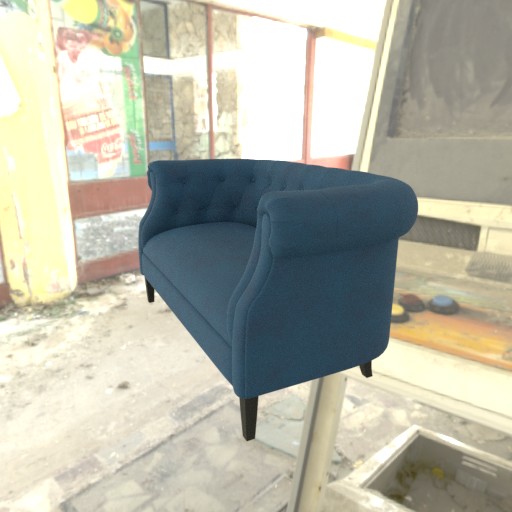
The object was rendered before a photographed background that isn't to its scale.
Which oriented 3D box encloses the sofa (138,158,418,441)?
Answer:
[{"bbox_3d":[0.000,0.000,2.113,0.835,0.827,1.558,-8,18,-25],"label":"sofa"}]
